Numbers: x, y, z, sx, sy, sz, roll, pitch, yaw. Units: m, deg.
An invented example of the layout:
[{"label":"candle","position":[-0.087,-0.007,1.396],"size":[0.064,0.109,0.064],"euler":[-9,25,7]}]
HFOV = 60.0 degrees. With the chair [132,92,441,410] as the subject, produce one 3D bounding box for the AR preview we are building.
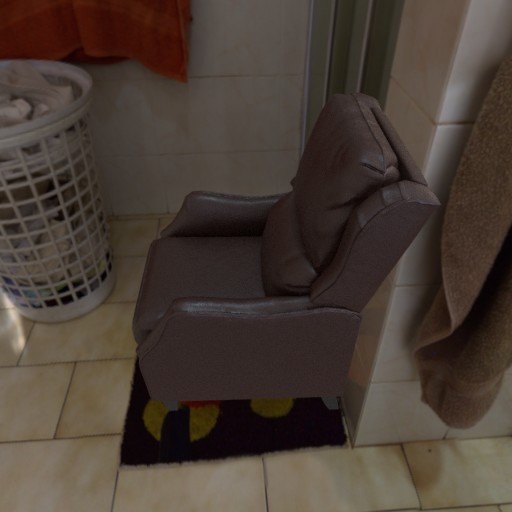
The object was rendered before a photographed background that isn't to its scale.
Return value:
[{"label":"chair","position":[0.000,0.000,1.777],"size":[0.982,1.132,0.770],"euler":[-1,41,-1]}]
